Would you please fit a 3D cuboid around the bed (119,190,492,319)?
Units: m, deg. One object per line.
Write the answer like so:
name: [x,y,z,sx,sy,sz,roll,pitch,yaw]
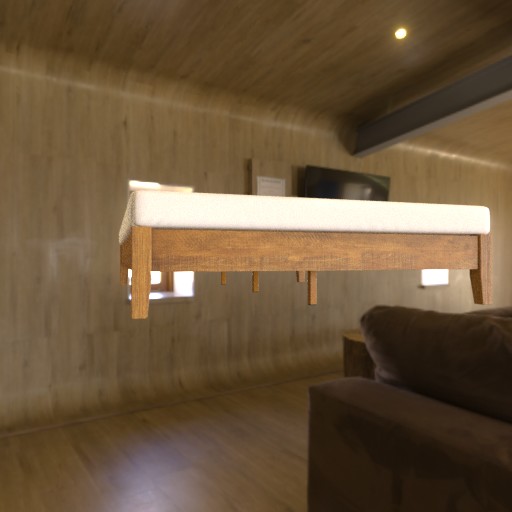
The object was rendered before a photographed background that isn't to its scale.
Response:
bed: [0.000,0.000,2.651,1.536,0.431,2.016,0,0,-18]
